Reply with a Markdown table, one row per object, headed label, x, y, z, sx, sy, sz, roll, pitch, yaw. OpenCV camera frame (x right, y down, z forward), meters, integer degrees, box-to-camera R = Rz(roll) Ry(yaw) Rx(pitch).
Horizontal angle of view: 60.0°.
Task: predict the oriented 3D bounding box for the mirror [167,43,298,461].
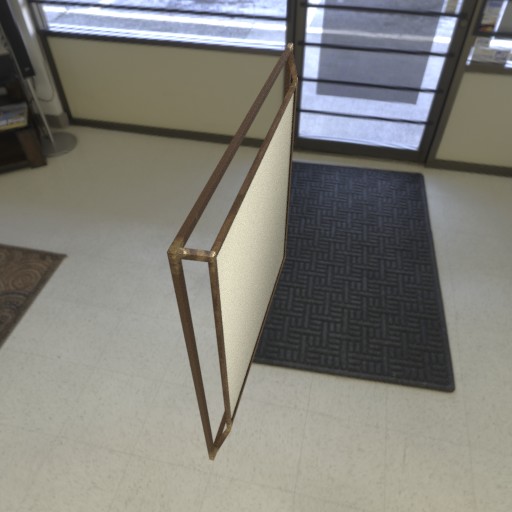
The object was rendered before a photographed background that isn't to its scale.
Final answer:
| label | x | y | z | sx | sy | sz | roll | pitch | yaw |
| --- | --- | --- | --- | --- | --- | --- | --- | --- | --- |
| mirror | 0.000 | 0.000 | 0.898 | 0.032 | 0.610 | 0.610 | 11 | 47 | 11 |
